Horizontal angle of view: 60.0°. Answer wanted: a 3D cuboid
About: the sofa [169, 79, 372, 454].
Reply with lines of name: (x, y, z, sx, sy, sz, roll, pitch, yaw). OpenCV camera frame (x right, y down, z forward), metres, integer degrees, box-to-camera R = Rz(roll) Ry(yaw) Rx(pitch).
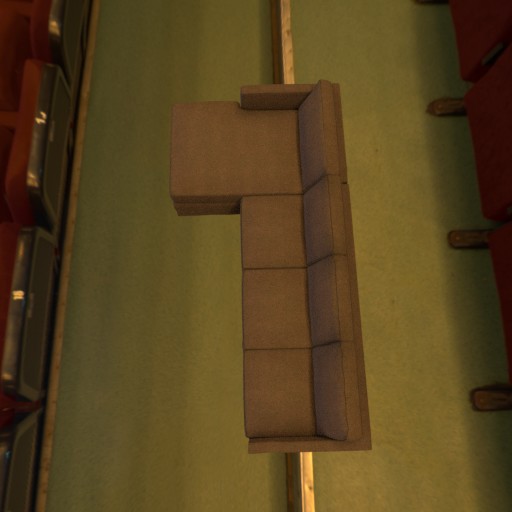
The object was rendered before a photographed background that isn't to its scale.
sofa: (0.000, 0.000, 3.961, 1.650, 0.922, 3.205, -1, 75, 0)
